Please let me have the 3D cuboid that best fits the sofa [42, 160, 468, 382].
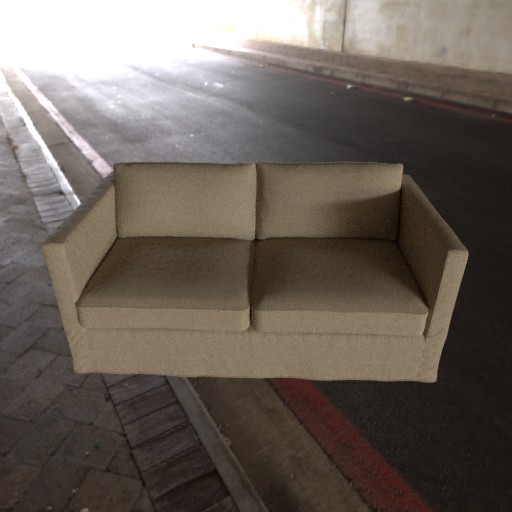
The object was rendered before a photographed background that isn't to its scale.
[{"bbox_3d":[0.000,0.000,2.309,1.766,0.828,0.956,1,30,2],"label":"sofa"}]
